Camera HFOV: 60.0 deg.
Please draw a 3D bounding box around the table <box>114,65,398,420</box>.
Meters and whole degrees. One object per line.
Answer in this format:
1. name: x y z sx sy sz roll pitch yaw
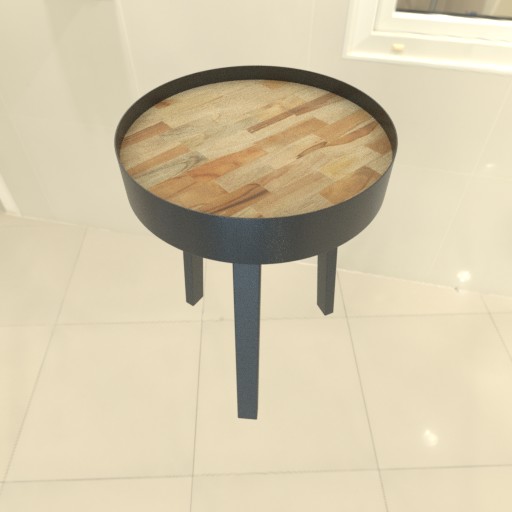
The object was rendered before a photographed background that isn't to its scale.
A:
1. table: 0.000 0.000 0.854 0.406 0.559 0.406 0 47 0
